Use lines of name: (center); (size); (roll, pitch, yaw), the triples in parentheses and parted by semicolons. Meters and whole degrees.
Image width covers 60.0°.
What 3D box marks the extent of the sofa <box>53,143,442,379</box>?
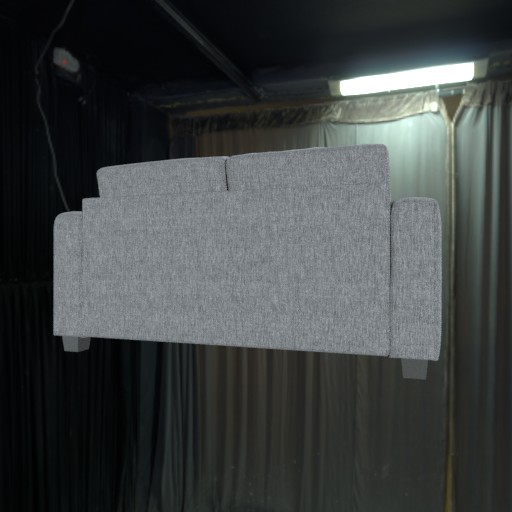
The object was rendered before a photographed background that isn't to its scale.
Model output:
sofa: (0.000, 0.000, 2.033); (1.520, 0.800, 0.900); (0, -1, 18)
